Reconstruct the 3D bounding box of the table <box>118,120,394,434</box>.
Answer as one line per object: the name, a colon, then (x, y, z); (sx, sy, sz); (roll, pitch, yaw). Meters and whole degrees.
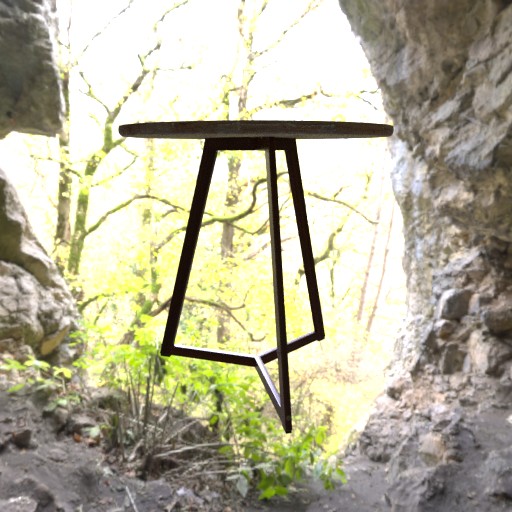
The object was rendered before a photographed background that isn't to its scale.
table: (0.000, 0.000, 0.898); (0.500, 0.500, 0.500); (0, 14, 0)
